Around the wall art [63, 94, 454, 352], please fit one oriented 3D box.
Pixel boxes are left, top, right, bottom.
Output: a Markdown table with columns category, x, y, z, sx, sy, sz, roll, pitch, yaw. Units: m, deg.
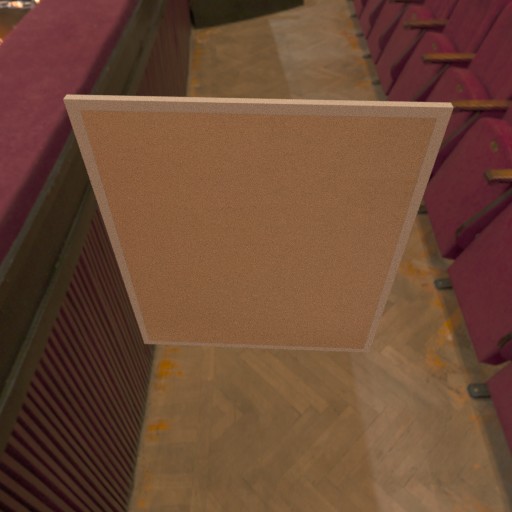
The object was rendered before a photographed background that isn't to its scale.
| category | x | y | z | sx | sy | sz | roll | pitch | yaw |
| --- | --- | --- | --- | --- | --- | --- | --- | --- | --- |
| wall art | 0.000 | 0.000 | 0.751 | 0.482 | 0.557 | 0.012 | 2 | 46 | 2 |
